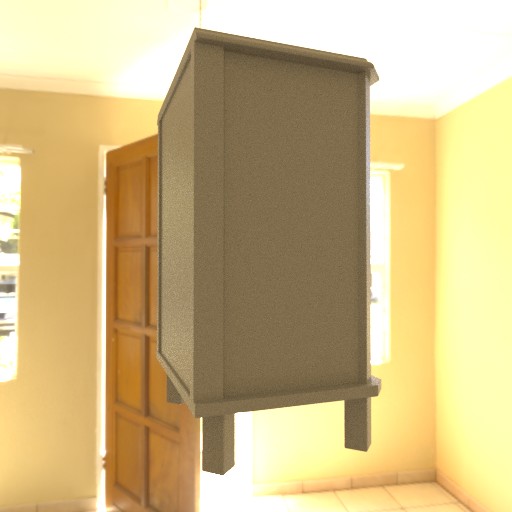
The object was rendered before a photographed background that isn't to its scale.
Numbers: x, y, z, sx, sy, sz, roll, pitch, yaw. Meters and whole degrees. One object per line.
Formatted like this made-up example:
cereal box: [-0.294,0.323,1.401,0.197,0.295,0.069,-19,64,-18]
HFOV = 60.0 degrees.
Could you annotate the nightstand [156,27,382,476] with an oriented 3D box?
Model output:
nightstand: [0.000,0.000,0.920,0.350,0.680,0.450,0,-1,-20]
